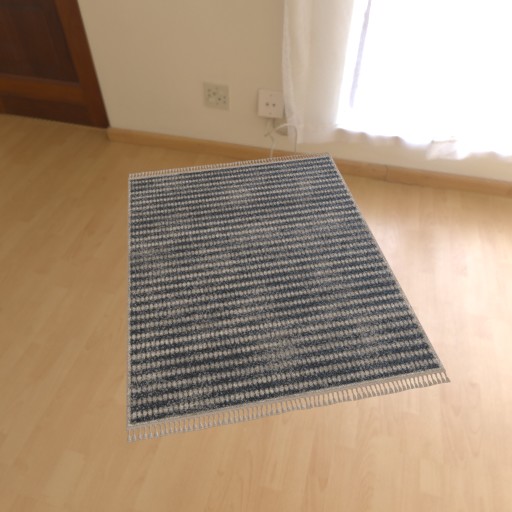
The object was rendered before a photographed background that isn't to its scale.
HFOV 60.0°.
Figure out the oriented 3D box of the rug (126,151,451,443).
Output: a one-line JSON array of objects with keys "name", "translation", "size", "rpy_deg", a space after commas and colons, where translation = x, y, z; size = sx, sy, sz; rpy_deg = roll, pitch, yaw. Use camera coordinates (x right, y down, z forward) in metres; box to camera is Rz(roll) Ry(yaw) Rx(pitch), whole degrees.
[{"name": "rug", "translation": [0.000, 0.000, 3.956], "size": [2.256, 0.013, 2.910], "rpy_deg": [-8, 47, -7]}]
